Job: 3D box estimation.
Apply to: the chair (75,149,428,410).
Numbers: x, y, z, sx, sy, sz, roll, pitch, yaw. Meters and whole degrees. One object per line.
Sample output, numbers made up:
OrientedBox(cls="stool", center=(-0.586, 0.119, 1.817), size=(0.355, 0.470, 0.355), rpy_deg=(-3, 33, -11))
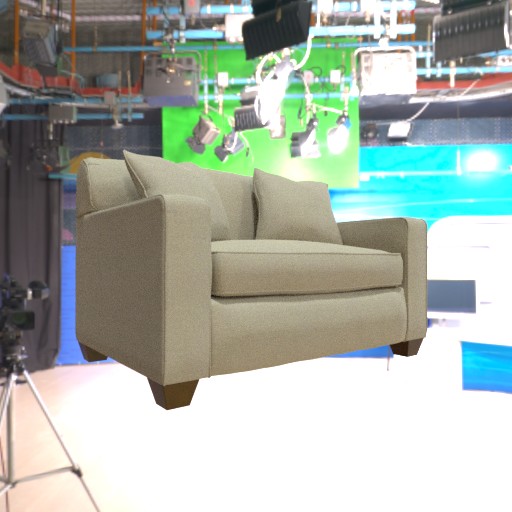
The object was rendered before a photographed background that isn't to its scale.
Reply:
OrientedBox(cls="chair", center=(0.000, 0.000, 2.077), size=(1.383, 0.948, 1.000), rpy_deg=(0, -1, -37))
